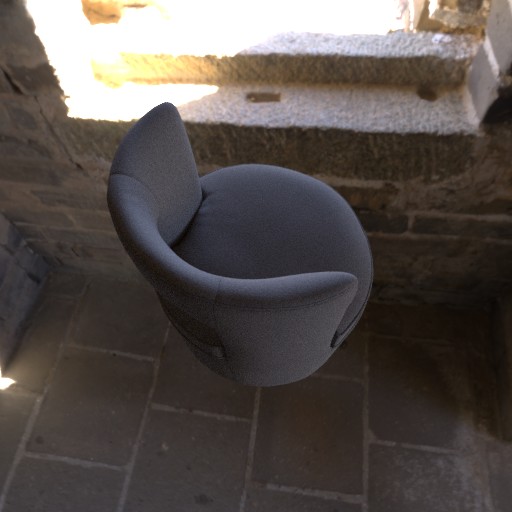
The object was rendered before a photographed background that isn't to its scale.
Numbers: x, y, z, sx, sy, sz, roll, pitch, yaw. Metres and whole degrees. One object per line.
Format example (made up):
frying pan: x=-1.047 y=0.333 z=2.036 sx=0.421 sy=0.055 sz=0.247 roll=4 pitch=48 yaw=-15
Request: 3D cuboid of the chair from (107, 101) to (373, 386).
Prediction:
chair: x=0.000 y=0.000 z=1.298 sx=0.660 sy=0.719 sz=0.689 roll=-34 pitch=64 yaw=-19
